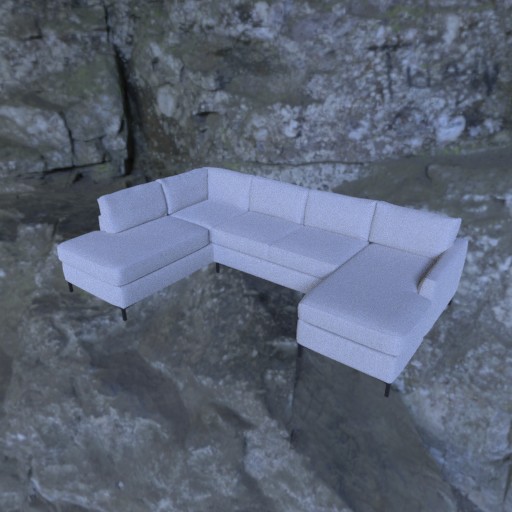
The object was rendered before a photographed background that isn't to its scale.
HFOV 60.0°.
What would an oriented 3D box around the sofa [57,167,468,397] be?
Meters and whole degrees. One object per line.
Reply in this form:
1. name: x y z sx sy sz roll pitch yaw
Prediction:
1. sofa: 0.000 0.000 3.830 2.984 0.862 1.989 18 31 33
